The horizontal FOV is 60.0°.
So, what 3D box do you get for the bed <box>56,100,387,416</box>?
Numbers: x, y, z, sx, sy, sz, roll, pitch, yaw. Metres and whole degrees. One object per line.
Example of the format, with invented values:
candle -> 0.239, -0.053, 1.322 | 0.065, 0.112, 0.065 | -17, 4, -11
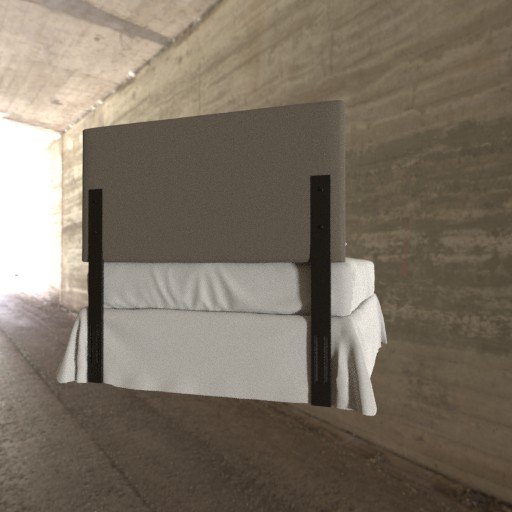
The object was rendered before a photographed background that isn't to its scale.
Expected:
bed -> 0.000, 0.000, 3.470 | 1.936, 1.577, 2.222 | 0, -1, 18
